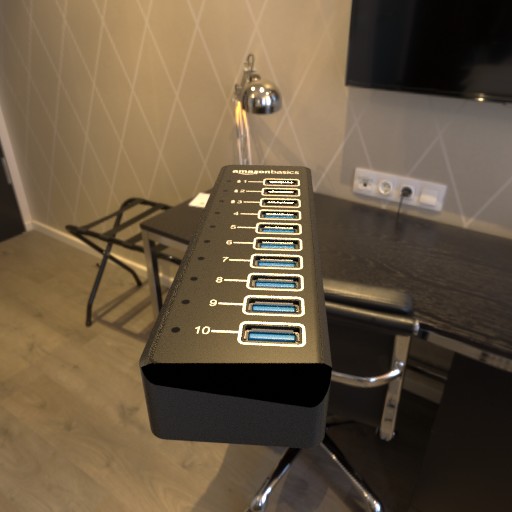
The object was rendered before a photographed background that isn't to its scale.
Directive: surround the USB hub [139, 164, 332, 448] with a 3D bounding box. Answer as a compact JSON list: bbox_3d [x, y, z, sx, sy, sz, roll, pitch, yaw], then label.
[{"bbox_3d":[0.000,0.000,0.165,0.044,0.023,0.145,2,30,4],"label":"USB hub"}]
